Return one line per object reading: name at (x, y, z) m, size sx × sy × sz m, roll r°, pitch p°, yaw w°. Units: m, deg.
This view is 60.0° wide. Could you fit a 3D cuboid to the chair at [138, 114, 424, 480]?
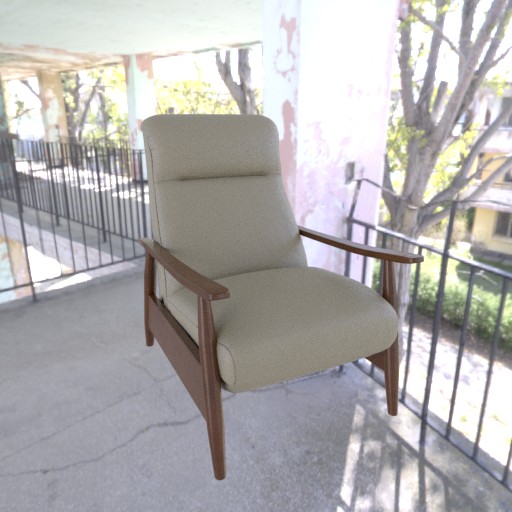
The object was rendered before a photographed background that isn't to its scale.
chair at (0.000, 0.000, 1.765) m, size 0.762 × 1.082 × 1.014 m, roll -8°, pitch 19°, yaw -25°
